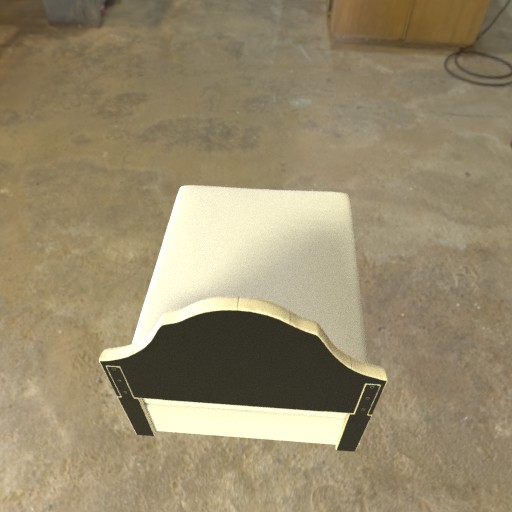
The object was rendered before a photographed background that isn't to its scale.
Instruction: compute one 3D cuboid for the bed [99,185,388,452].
[{"bbox_3d":[0.000,0.000,3.201,1.627,1.575,2.092,3,47,3],"label":"bed"}]
